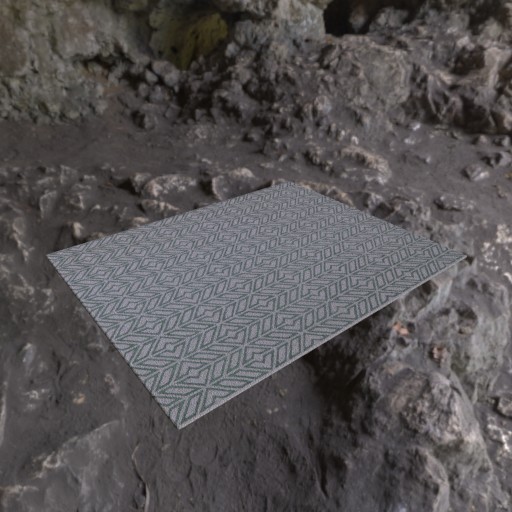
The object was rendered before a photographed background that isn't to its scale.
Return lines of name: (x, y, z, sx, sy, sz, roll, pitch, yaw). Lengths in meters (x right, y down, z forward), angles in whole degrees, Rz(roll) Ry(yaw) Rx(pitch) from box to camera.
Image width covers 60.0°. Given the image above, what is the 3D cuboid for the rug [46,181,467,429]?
rug: (0.000, 0.000, 4.095, 3.050, 0.017, 2.441, -22, 37, -32)
